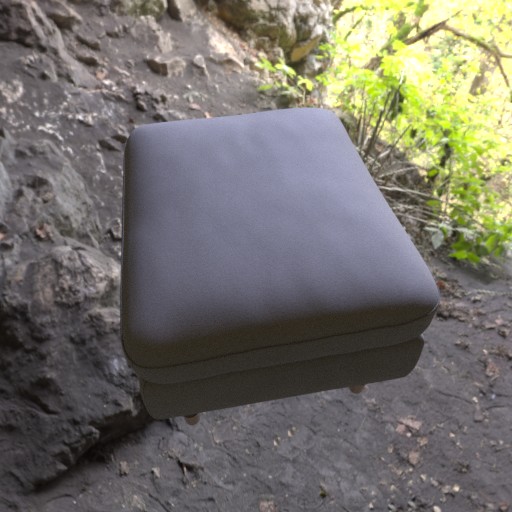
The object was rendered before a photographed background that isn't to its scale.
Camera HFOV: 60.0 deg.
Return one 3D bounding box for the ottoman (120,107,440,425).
[{"bbox_3d":[0.000,0.000,1.117,0.593,0.478,0.747,-8,48,-7],"label":"ottoman"}]
